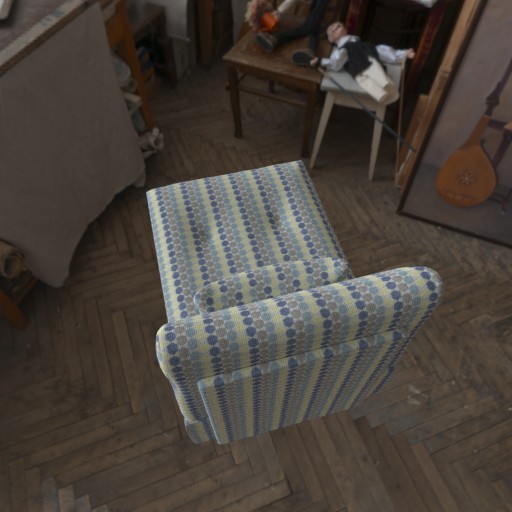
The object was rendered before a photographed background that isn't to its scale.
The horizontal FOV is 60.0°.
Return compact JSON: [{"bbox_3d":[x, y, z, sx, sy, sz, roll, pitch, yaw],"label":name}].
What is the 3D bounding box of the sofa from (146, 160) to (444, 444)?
[{"bbox_3d":[0.000,0.000,1.547,0.700,0.820,1.000,-12,57,-8],"label":"sofa"}]
